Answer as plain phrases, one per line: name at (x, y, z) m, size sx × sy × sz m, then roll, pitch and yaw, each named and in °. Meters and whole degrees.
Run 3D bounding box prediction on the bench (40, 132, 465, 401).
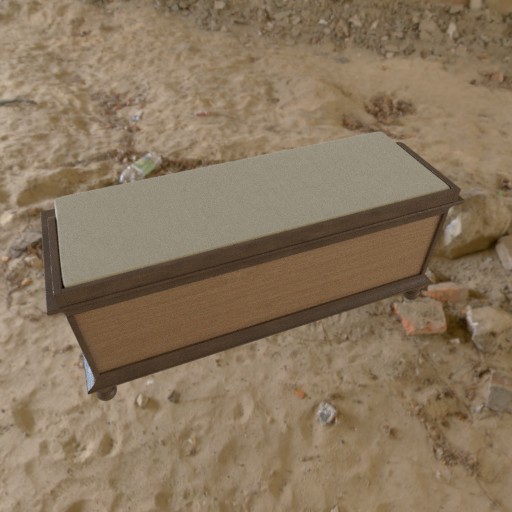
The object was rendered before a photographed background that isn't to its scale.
bench at (0.000, 0.000, 1.442) m, size 1.185 × 0.501 × 0.402 m, roll -15°, pitch 46°, yaw -15°
